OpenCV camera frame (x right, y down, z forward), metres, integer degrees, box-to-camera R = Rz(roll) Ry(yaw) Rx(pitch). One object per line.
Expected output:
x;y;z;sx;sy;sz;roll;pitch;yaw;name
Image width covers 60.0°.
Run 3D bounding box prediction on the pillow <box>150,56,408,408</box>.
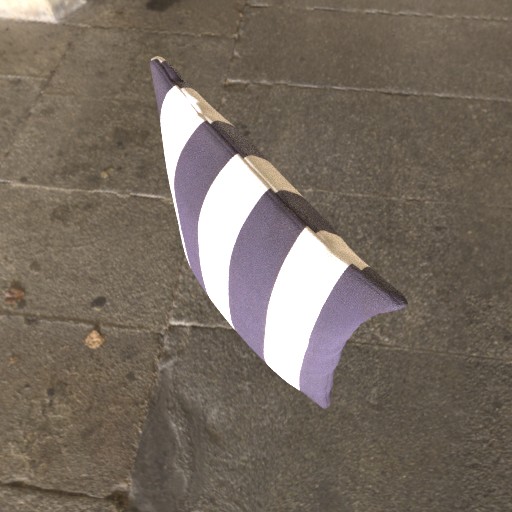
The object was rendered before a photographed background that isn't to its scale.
0.000;0.000;0.797;0.189;0.526;0.536;-34;64;-19;pillow
